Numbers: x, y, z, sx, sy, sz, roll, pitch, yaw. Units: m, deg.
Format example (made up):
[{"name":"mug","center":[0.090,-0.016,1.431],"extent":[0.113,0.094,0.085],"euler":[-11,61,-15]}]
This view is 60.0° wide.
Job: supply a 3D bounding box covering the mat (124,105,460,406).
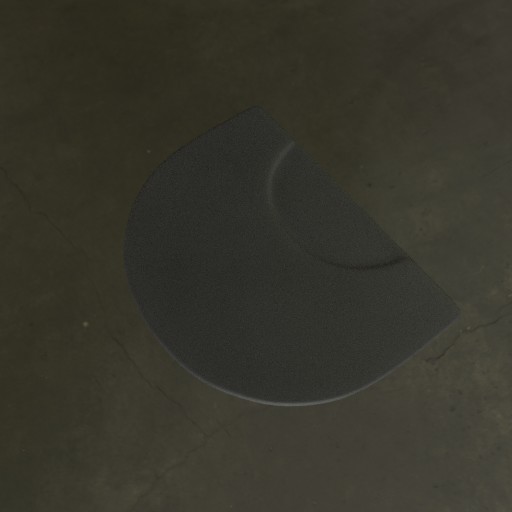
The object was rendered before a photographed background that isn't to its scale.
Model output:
[{"name":"mat","center":[0.000,0.000,1.642],"extent":[0.917,0.016,1.220],"euler":[-33,68,-15]}]
